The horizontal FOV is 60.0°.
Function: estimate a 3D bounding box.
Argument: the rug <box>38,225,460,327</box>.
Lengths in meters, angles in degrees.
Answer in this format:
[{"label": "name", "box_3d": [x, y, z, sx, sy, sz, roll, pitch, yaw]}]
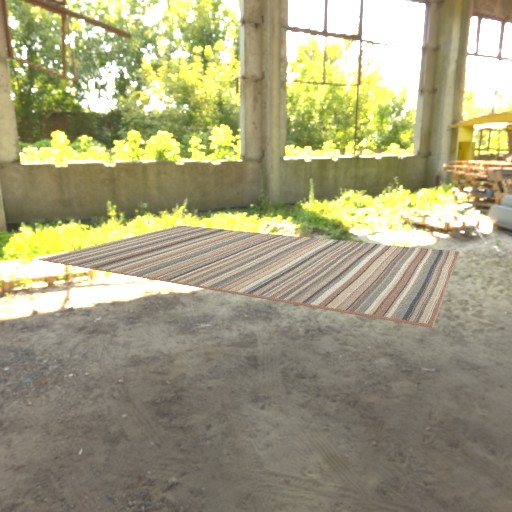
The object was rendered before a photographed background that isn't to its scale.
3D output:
[{"label": "rug", "box_3d": [0.000, 0.000, 3.016, 2.438, 0.014, 1.523, 7, 15, 27]}]
